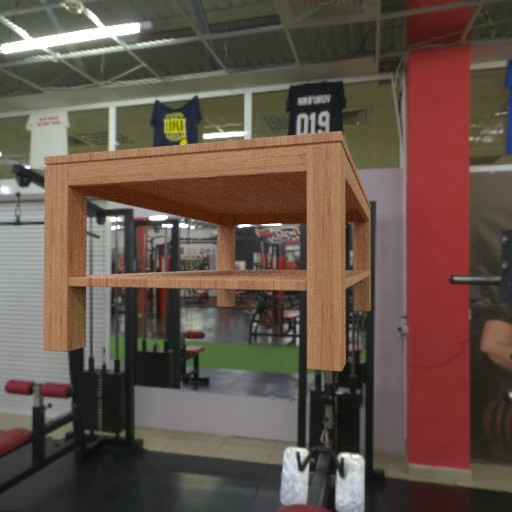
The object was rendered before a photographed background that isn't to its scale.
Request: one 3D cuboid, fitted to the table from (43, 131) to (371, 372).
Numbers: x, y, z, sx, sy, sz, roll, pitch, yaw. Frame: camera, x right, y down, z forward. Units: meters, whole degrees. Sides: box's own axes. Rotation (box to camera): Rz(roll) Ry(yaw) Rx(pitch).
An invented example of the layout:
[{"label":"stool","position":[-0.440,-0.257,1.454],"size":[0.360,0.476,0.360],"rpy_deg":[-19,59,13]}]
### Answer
[{"label":"table","position":[0.000,0.000,1.489],"size":[0.695,0.457,1.146],"rpy_deg":[0,-1,17]}]
